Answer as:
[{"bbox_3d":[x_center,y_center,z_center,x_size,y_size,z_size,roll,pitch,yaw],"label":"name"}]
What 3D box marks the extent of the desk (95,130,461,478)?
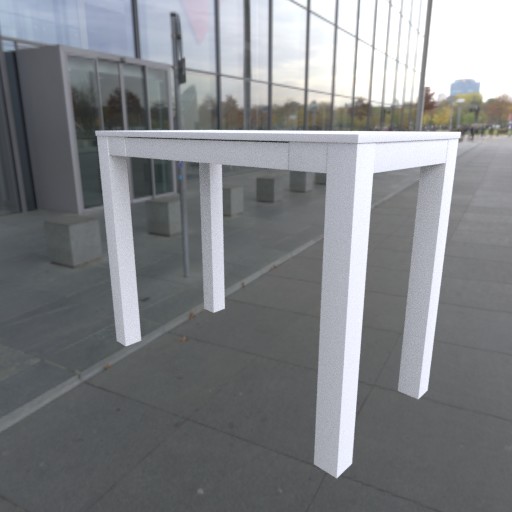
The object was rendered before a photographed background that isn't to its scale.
[{"bbox_3d":[0.000,0.000,1.408,0.990,0.762,0.497,15,22,42],"label":"desk"}]
